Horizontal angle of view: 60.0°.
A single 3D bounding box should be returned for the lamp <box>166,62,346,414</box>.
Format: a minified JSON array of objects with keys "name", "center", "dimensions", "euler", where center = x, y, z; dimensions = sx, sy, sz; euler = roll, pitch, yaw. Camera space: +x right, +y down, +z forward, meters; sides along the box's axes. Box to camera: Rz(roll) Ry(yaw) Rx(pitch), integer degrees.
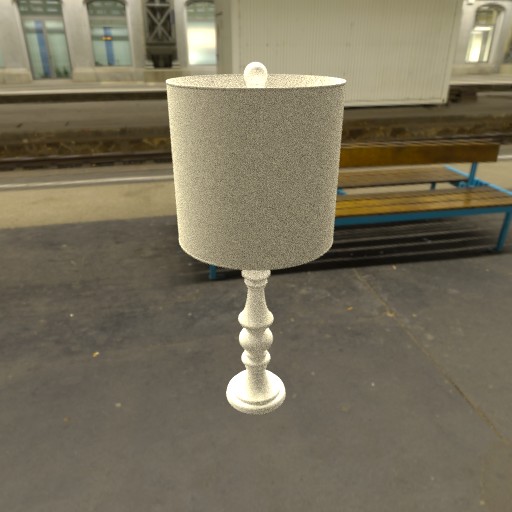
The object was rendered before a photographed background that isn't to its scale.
[{"name":"lamp","center":[0.000,0.000,0.745],"dimensions":[0.250,0.597,0.250],"euler":[-17,30,-31]}]
